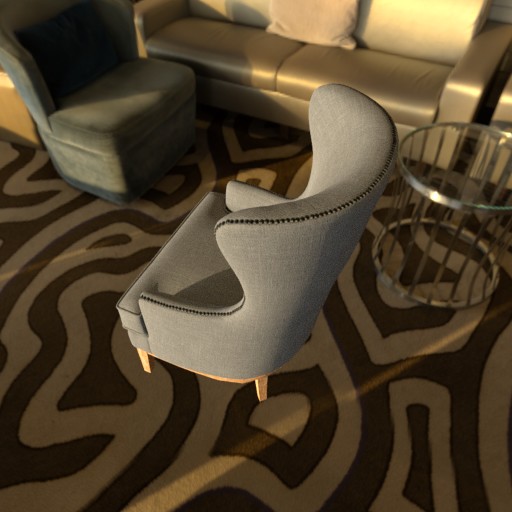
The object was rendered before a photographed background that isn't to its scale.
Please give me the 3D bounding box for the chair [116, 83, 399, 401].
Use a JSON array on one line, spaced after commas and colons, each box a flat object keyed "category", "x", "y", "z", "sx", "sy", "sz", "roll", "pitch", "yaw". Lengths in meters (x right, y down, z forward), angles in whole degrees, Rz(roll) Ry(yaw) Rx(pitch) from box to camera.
[{"category": "chair", "x": 0.000, "y": 0.000, "z": 1.823, "sx": 0.883, "sy": 1.176, "sz": 0.864, "roll": 17, "pitch": 49, "yaw": 16}]
